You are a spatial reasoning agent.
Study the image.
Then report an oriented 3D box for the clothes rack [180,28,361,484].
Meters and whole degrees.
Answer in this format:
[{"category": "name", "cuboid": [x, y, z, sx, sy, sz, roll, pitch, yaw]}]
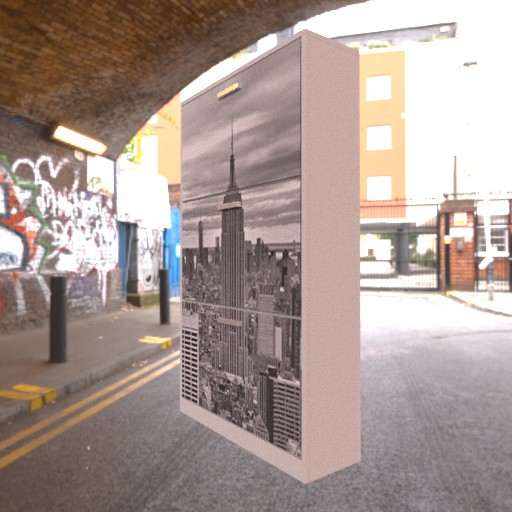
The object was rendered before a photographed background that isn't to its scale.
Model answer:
[{"category": "clothes rack", "cuboid": [0.000, 0.000, 1.608, 0.250, 1.280, 0.750, 0, -1, -37]}]
